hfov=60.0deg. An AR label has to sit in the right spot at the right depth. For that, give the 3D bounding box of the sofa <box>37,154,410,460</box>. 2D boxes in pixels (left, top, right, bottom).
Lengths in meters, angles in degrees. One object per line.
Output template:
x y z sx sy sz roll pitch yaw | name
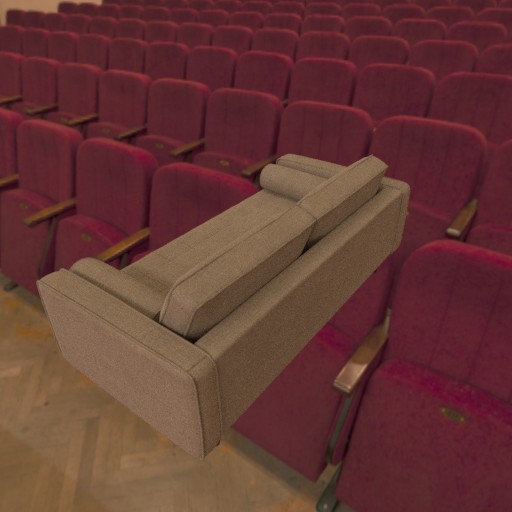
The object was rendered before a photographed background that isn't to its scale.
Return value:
0.000 0.000 2.311 0.914 0.762 1.879 22 39 30 | sofa
